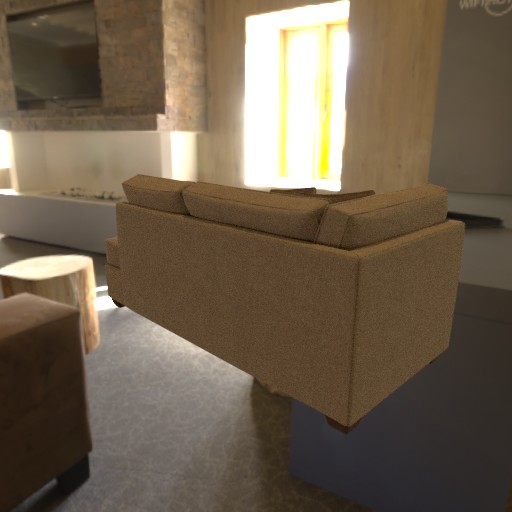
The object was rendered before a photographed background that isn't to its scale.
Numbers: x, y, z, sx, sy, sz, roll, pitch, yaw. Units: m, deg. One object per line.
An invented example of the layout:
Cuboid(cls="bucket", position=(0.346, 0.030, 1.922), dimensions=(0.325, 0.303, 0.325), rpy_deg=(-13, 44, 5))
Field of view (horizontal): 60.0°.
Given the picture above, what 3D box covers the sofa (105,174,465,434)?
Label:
Cuboid(cls="sofa", position=(0.000, 0.000, 2.913), dimensions=(1.110, 1.019, 2.238), rpy_deg=(-15, 21, -42))
